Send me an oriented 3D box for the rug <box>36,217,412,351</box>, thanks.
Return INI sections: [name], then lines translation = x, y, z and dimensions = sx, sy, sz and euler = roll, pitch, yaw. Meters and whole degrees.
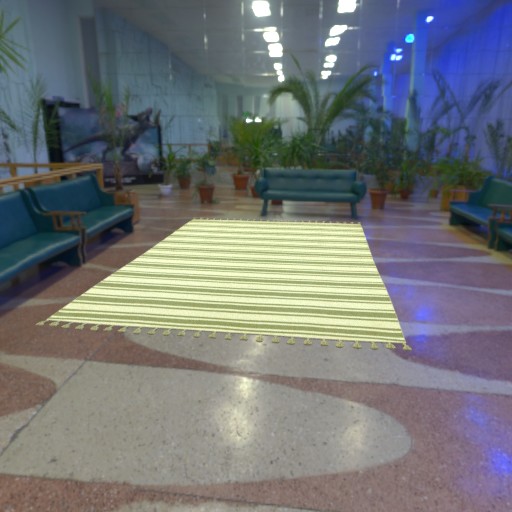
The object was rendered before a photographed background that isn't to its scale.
[rug]
translation = 0.000, 0.000, 2.916
dimensions = 1.540, 0.018, 2.435
euler = 2, 16, 8
